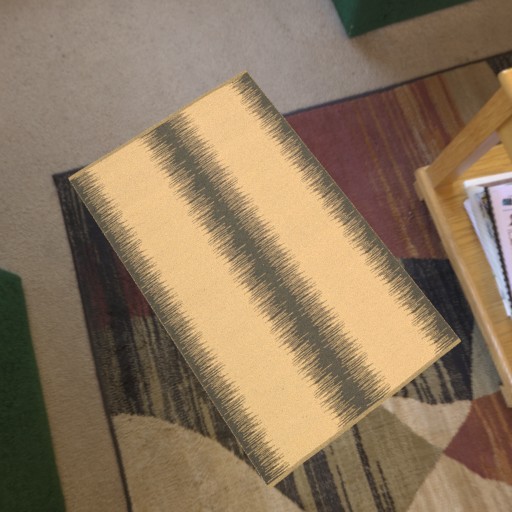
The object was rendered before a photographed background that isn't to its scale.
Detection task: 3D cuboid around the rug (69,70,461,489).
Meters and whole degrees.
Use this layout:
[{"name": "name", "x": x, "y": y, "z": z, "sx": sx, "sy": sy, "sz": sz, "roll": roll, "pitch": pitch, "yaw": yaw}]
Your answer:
[{"name": "rug", "x": 0.000, "y": 0.000, "z": 2.987, "sx": 1.519, "sy": 0.003, "sz": 2.453, "roll": -34, "pitch": 79, "yaw": -8}]
